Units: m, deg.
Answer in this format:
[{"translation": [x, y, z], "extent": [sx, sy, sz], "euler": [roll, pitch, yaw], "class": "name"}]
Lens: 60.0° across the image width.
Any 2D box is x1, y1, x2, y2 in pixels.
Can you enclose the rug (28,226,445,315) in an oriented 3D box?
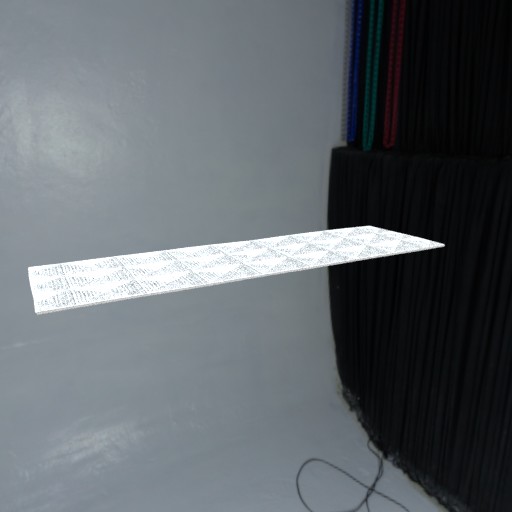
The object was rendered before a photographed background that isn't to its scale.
[{"translation": [0.000, 0.000, 2.383], "extent": [2.182, 0.015, 0.645], "euler": [-8, 17, -27], "class": "rug"}]
